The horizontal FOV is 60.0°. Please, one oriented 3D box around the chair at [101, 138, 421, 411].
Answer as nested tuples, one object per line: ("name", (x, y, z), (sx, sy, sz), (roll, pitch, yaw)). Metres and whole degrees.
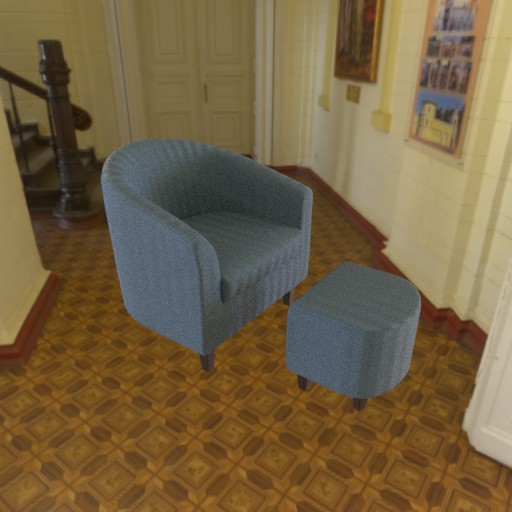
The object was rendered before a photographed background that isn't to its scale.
("chair", (0.000, 0.000, 1.759), (1.288, 0.757, 0.756), (18, 31, 32))
